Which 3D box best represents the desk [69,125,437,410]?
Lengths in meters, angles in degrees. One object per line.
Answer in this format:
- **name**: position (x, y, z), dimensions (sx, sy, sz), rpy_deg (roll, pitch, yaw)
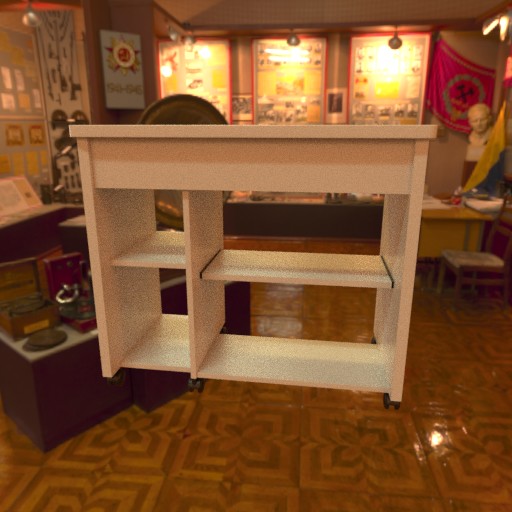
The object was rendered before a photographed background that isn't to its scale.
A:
- **desk**: position (0.000, 0.000, 1.348), dimensions (0.877, 0.763, 0.475), rpy_deg (2, 17, 8)
